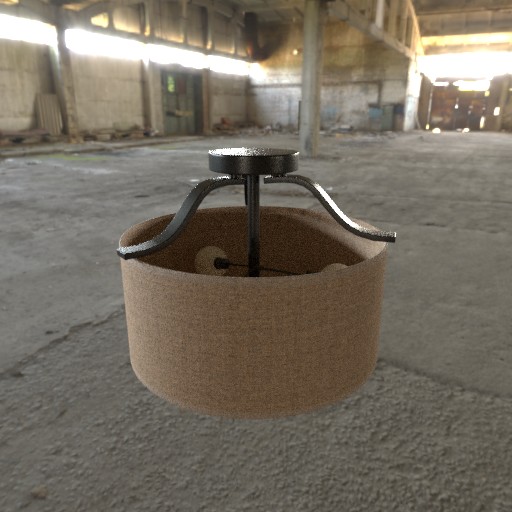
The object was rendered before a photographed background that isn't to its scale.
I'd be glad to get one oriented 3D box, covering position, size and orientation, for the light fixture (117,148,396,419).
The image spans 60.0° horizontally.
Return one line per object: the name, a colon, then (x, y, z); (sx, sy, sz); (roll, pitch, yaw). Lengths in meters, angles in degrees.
light fixture: (0.000, 0.000, 0.664); (0.390, 0.306, 0.390); (0, 18, 0)
